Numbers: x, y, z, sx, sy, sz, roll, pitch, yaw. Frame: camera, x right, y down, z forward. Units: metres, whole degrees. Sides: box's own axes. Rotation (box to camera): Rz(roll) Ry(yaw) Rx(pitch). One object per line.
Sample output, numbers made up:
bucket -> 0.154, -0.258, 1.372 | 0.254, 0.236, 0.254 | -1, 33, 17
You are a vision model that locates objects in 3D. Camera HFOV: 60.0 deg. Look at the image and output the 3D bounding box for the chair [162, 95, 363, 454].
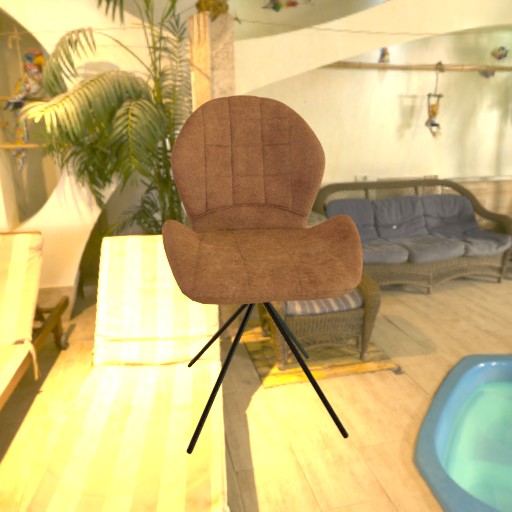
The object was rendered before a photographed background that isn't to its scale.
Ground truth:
chair -> 0.000, 0.000, 1.321 | 0.527, 0.929, 0.640 | -2, 17, -8
